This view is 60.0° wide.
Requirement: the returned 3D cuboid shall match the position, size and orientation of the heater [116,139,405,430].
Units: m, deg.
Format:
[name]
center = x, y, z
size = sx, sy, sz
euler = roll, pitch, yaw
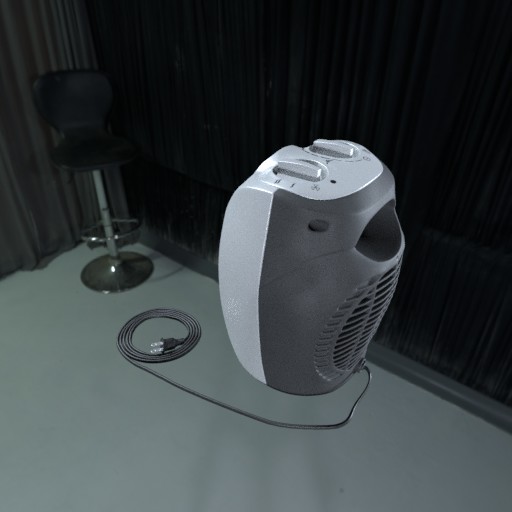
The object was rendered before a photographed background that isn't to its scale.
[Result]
[heater]
center = 0.000, 0.000, 0.474
size = 0.291, 0.240, 0.239
euler = 22, 40, 29
